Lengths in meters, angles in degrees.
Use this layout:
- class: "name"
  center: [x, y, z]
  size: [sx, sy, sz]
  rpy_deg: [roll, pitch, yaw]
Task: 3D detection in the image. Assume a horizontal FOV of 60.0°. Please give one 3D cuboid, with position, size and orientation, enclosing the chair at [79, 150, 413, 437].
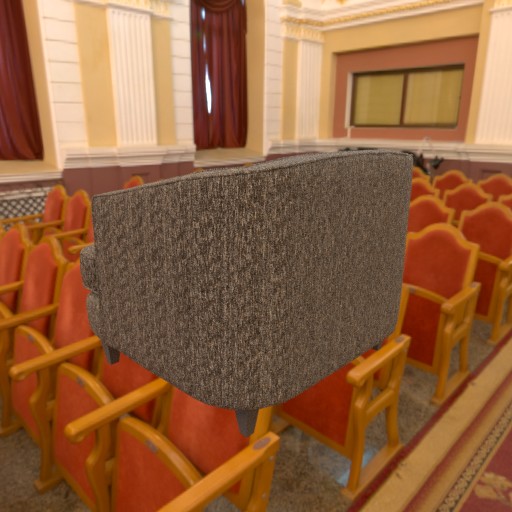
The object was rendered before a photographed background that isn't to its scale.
- class: "chair"
  center: [0.000, 0.000, 1.784]
  size: [0.941, 0.852, 1.104]
  rpy_deg: [16, 22, 43]
